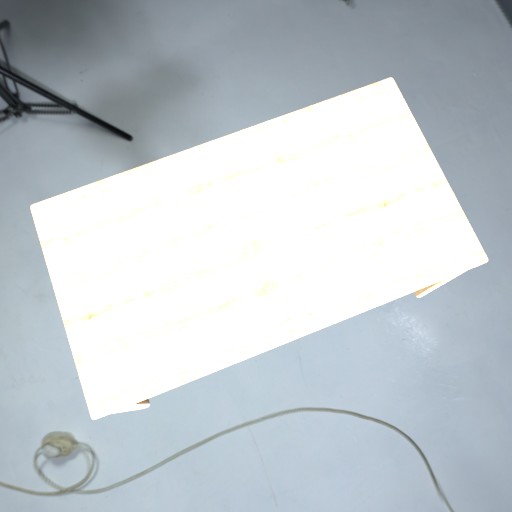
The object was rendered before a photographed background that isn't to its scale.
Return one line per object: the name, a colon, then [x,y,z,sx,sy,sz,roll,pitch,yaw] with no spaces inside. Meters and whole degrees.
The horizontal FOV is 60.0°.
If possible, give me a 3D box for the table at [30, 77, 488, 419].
table: [0.000,0.000,2.047,1.600,0.760,0.900,-21,78,-5]
